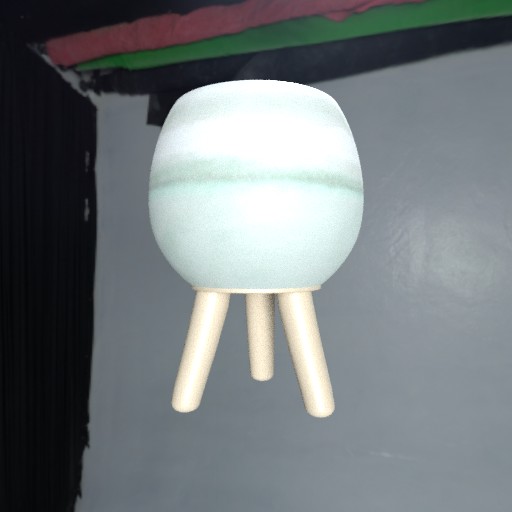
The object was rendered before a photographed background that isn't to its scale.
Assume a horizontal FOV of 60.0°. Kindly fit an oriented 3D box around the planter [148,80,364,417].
[{"bbox_3d":[0.000,0.000,0.342,0.161,0.224,0.161,0,0,0],"label":"planter"}]
